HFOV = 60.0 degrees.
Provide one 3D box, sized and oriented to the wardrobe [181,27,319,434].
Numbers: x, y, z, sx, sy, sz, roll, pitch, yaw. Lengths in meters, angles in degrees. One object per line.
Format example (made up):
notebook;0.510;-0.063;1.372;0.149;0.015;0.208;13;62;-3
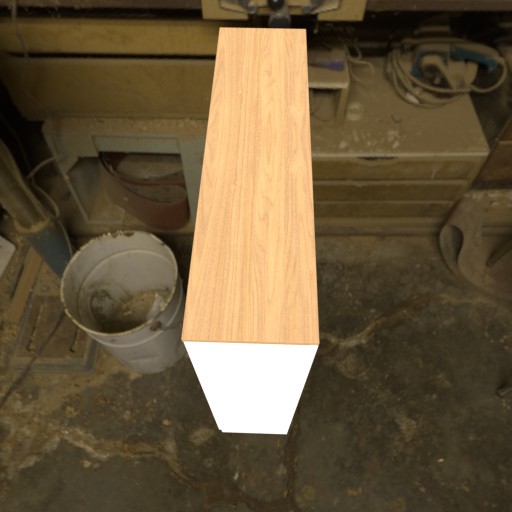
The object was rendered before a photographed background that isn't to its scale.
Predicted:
wardrobe;0.000;0.000;3.350;0.590;2.260;2.160;2;59;1
